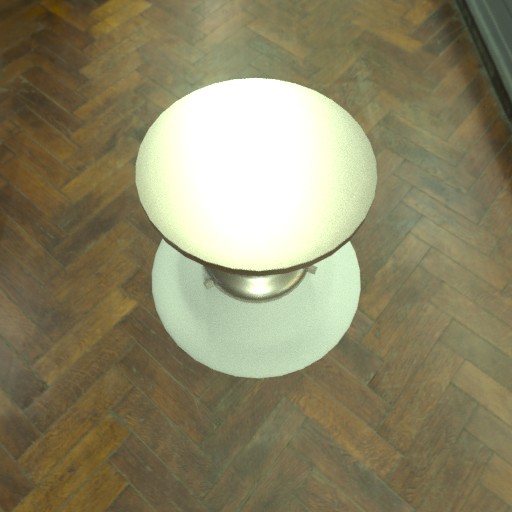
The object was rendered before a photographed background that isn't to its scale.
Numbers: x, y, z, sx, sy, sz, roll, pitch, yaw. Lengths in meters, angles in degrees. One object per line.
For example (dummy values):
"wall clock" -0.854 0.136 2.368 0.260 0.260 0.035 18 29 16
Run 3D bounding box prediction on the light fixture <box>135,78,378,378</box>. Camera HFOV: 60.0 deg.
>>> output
"light fixture" 0.000 0.000 0.392 0.199 0.254 0.199 0 62 0
